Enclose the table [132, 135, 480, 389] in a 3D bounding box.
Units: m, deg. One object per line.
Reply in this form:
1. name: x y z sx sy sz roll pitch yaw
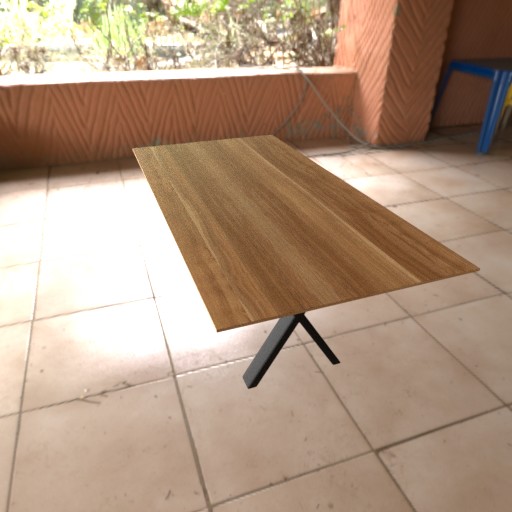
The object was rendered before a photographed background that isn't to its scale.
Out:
1. table: 0.000 0.000 2.469 1.000 0.770 2.000 -11 32 -18
